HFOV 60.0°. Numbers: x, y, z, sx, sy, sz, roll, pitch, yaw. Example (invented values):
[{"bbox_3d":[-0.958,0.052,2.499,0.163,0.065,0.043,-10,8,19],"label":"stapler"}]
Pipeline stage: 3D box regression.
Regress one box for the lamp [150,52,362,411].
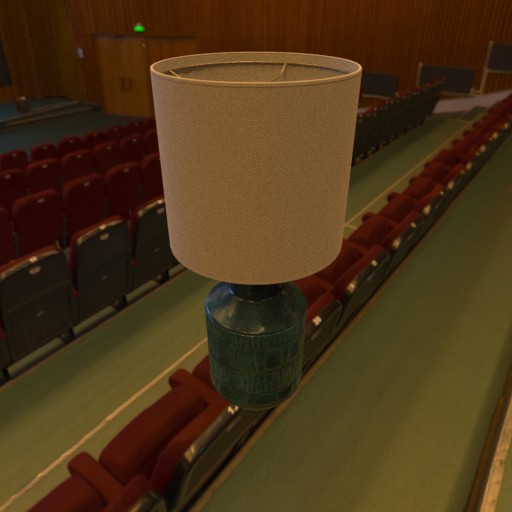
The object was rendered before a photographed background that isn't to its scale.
[{"bbox_3d":[0.000,0.000,0.567,0.211,0.455,0.211,20,36,29],"label":"lamp"}]
